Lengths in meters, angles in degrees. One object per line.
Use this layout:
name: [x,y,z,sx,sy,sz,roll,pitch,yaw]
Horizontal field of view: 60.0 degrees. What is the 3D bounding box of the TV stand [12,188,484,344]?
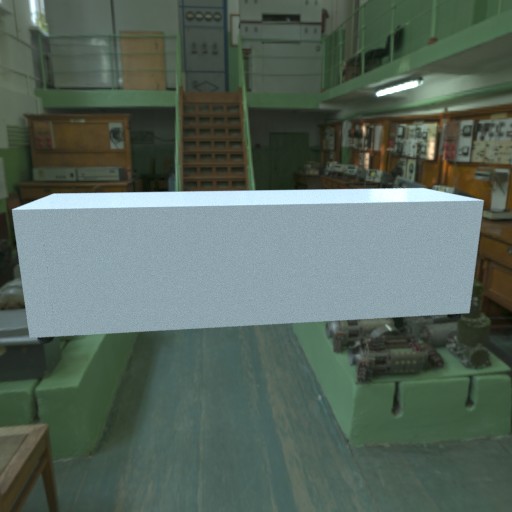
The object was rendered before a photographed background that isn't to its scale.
TV stand: [0.000,0.000,1.650,1.500,0.440,0.410,-2,15,-8]
